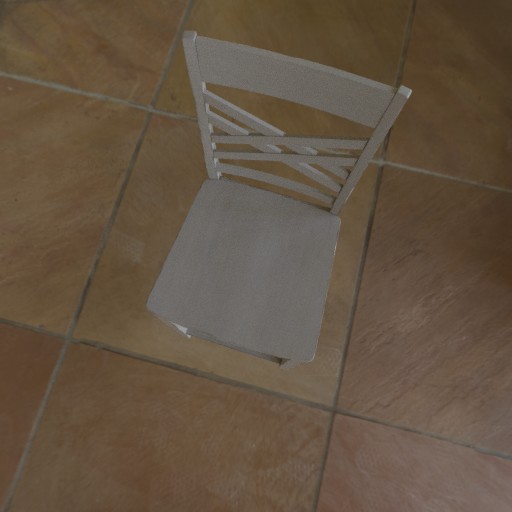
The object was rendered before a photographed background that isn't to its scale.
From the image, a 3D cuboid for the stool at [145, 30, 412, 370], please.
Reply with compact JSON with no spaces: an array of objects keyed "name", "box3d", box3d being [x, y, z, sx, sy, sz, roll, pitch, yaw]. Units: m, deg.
[{"name":"stool","box3d":[0.000,0.000,1.308,0.462,1.079,0.539,17,75,5]}]
